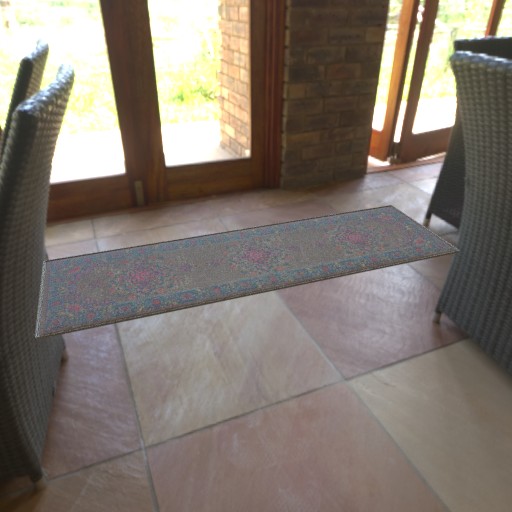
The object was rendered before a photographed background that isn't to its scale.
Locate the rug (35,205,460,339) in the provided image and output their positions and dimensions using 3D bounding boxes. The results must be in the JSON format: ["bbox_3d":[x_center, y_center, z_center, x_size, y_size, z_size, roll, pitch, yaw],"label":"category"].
[{"bbox_3d":[0.000,0.000,2.024,1.827,0.012,0.553,-10,32,-17],"label":"rug"}]
